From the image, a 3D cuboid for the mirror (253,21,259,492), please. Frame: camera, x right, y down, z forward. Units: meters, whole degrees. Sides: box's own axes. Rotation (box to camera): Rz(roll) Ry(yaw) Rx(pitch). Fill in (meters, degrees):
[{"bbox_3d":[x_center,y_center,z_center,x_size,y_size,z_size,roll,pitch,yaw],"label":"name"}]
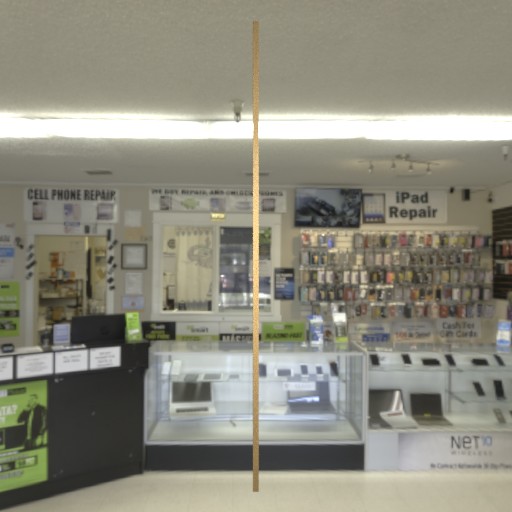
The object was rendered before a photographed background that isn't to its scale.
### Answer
[{"bbox_3d":[0.000,0.000,2.318,0.025,2.031,0.812,0,-1,0],"label":"mirror"}]
